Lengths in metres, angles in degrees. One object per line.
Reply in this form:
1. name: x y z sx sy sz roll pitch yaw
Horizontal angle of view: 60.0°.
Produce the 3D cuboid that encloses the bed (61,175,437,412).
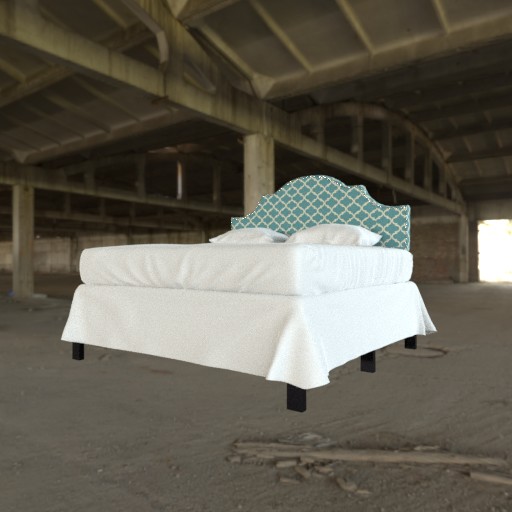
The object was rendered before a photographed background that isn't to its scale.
1. bed: 0.000 0.000 3.636 2.314 1.601 2.222 0 0 36
